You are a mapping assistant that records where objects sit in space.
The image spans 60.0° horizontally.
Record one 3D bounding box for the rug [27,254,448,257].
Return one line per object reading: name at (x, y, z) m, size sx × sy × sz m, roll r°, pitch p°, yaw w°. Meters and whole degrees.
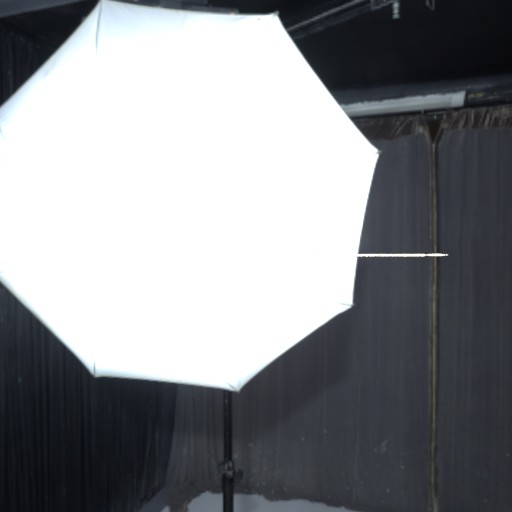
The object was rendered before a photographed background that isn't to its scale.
rug at (0.000, 0.000, 2.280) m, size 1.726 × 0.009 × 1.278 m, roll 0°, pitch 0°, yaw 19°
